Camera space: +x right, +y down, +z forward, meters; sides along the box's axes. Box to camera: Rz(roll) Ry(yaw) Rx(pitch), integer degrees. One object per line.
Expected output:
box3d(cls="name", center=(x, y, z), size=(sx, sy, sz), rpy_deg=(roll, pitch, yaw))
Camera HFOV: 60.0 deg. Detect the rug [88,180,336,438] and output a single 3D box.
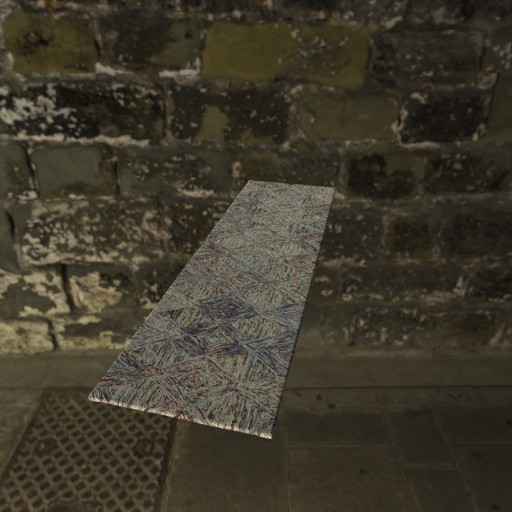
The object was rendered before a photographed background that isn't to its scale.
box3d(cls="rug", center=(0.000, 0.000, 2.493), size=(0.688, 0.015, 2.292), rpy_deg=(7, 31, 12))
